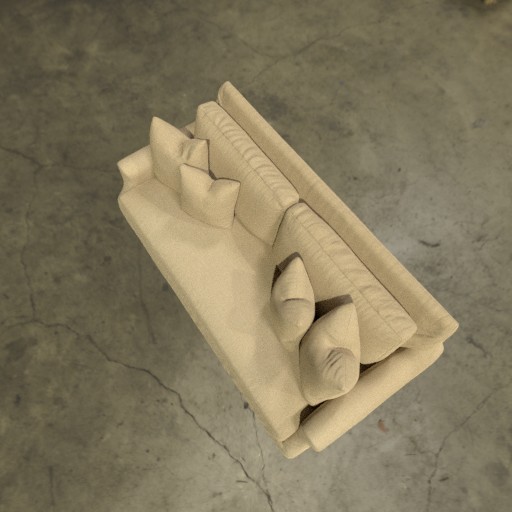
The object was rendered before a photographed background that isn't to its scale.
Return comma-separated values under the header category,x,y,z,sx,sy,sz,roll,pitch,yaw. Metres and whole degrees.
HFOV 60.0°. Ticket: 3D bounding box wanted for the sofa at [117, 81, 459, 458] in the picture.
category,x,y,z,sx,sy,sz,roll,pitch,yaw
sofa,0.000,0.000,2.850,1.067,0.904,2.285,-32,67,-15
